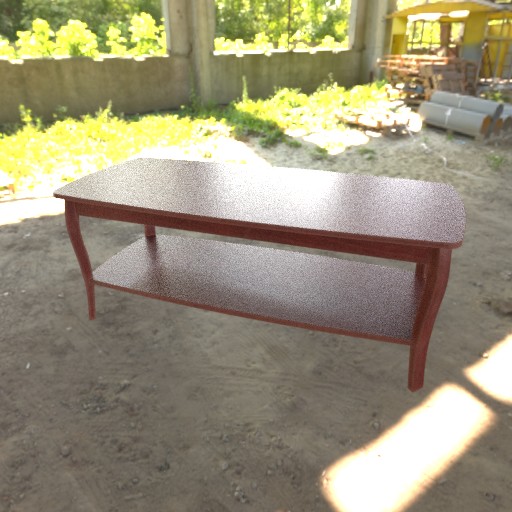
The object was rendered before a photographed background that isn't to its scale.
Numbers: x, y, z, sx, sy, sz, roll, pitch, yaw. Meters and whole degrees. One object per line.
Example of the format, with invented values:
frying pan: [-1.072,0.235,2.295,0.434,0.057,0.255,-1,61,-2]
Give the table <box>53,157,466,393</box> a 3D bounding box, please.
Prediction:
table: [0.000,0.000,1.499,1.216,0.473,0.561,9,27,17]
